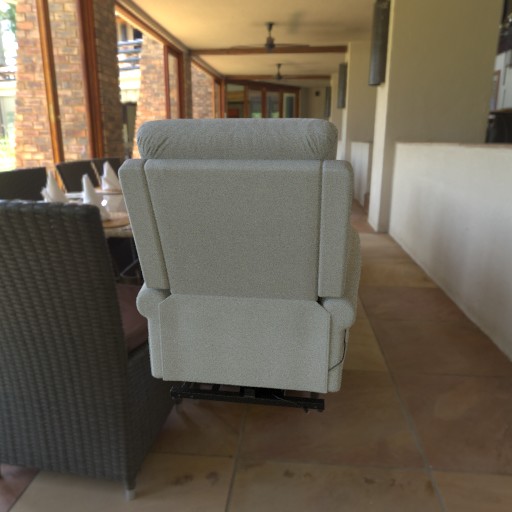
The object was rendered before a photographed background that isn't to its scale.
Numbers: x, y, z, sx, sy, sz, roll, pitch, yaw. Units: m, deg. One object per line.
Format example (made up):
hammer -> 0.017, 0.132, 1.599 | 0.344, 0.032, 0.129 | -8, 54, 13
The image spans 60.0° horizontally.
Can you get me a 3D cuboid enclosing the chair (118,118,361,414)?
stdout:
chair -> 0.000, 0.000, 1.796 | 0.871, 1.031, 0.979 | 2, 15, 8
